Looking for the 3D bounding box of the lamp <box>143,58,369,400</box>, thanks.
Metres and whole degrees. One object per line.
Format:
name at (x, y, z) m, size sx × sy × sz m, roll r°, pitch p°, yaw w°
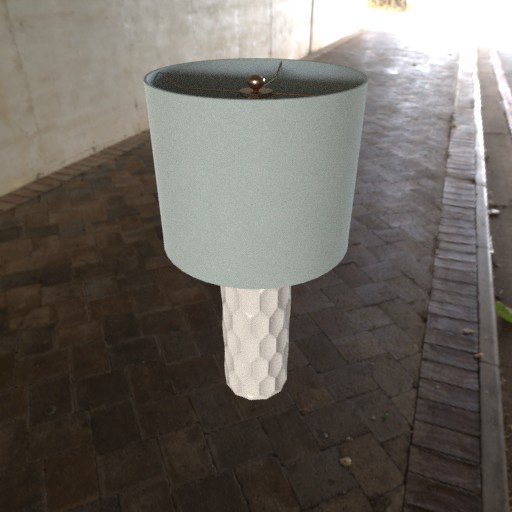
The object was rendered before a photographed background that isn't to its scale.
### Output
lamp at (0.000, 0.000, 0.695) m, size 0.277 × 0.534 × 0.277 m, roll -20°, pitch 37°, yaw -29°
